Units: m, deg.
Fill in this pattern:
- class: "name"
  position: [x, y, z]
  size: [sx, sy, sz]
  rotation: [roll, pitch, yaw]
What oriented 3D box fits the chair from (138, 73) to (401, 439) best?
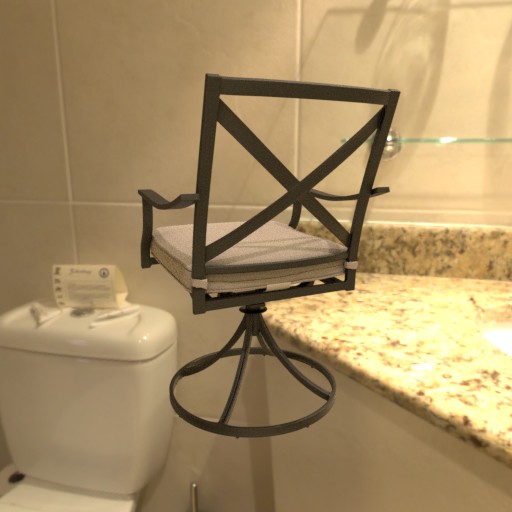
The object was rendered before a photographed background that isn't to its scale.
- class: "chair"
  position: [0.000, 0.000, 1.311]
  size: [0.575, 0.889, 0.620]
  rotation: [-6, 14, -25]
